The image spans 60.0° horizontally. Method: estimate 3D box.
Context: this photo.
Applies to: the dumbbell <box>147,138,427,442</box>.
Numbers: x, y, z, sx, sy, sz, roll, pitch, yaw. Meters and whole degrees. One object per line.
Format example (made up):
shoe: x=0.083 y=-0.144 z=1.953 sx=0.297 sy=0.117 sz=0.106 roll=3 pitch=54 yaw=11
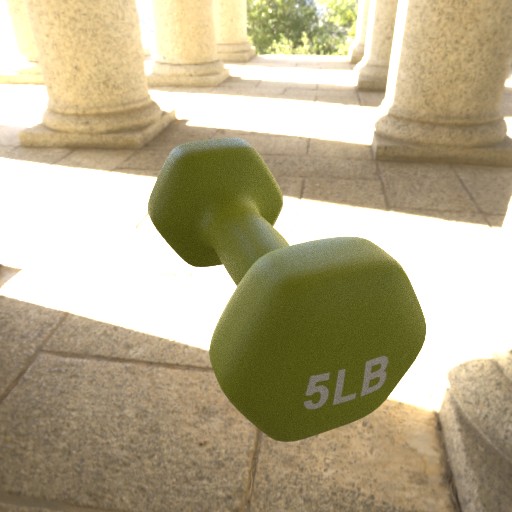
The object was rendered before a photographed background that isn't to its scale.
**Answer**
dumbbell: x=0.000 y=0.000 z=0.207 sx=0.080 sy=0.072 sz=0.164 roll=-11 pitch=33 yaw=-18
